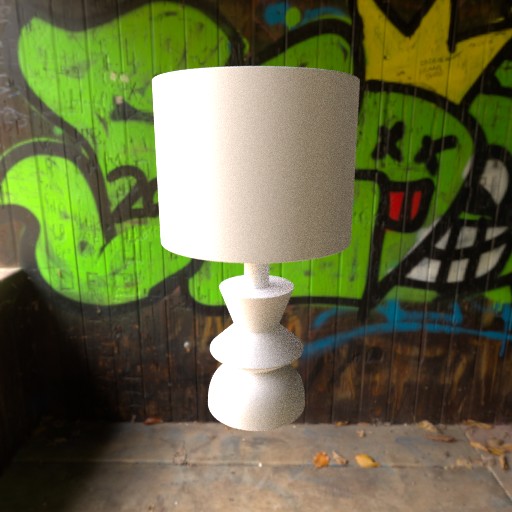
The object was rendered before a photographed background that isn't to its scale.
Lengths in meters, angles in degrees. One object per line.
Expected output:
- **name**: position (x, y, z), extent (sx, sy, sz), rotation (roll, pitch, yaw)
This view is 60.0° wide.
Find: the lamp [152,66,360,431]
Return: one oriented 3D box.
- **lamp**: position (0.000, 0.000, 0.726), extent (0.301, 0.533, 0.301), rotation (-8, 16, -27)
